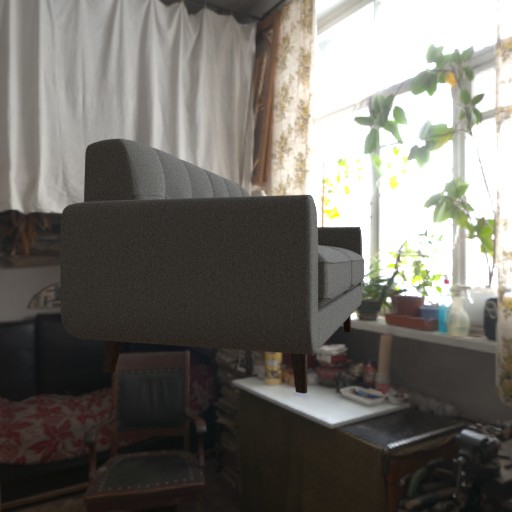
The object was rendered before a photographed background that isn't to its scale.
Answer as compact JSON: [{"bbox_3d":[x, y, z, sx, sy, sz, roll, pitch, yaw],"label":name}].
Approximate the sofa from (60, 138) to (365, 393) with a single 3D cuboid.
[{"bbox_3d":[0.000,0.000,2.227,0.952,0.925,1.651,0,0,19],"label":"sofa"}]
